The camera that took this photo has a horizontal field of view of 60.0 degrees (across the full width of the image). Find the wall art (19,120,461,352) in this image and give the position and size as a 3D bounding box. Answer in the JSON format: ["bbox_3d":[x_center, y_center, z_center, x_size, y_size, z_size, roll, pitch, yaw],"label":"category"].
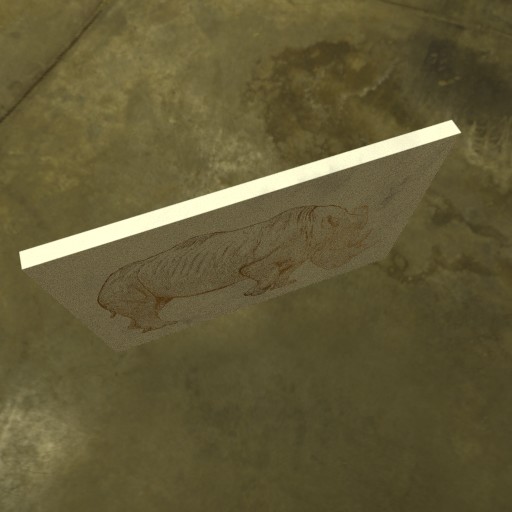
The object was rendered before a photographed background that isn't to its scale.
[{"bbox_3d":[0.000,0.000,1.152,0.915,0.610,0.038,-18,65,-9],"label":"wall art"}]
